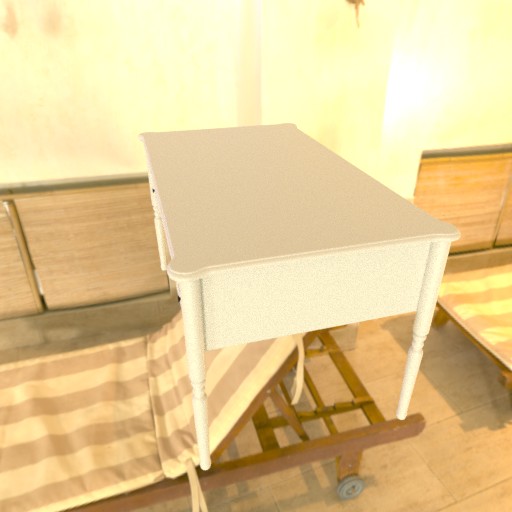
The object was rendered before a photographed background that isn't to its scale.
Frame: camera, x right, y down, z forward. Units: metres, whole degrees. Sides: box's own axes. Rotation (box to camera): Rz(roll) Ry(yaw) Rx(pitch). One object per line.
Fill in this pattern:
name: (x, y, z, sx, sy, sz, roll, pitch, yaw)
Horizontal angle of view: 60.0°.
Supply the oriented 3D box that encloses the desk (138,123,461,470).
desk: (0.000, 0.000, 1.862, 0.807, 0.762, 1.380, -8, 30, -14)
